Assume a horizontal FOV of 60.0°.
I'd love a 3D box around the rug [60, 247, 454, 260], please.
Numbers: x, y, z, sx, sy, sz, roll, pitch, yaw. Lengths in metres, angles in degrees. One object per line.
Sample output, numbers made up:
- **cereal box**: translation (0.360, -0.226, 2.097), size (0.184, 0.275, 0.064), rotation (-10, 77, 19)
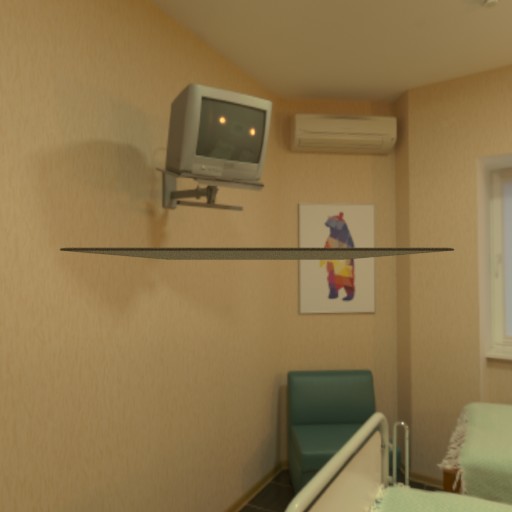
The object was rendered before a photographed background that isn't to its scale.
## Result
- **rug**: translation (0.000, 0.000, 2.760), size (1.523, 0.012, 2.133), rotation (0, -1, 0)
